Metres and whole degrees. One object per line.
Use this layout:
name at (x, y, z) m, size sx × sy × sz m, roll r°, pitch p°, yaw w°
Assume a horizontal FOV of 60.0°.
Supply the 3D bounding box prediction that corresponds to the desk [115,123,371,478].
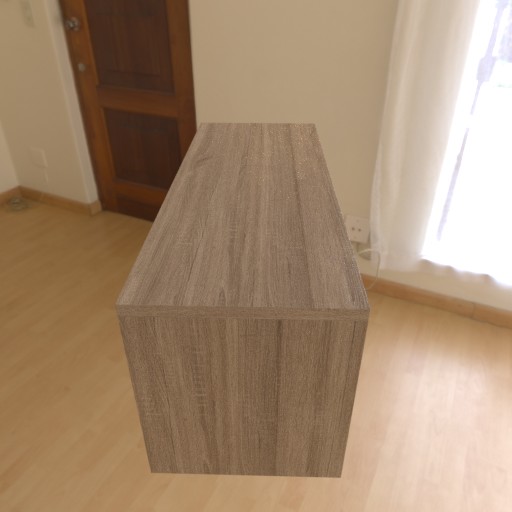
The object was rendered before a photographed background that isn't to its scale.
desk at (0.000, 0.000, 2.069) m, size 0.690 × 0.760 × 1.700 m, roll 1°, pitch 32°, yaw 1°
